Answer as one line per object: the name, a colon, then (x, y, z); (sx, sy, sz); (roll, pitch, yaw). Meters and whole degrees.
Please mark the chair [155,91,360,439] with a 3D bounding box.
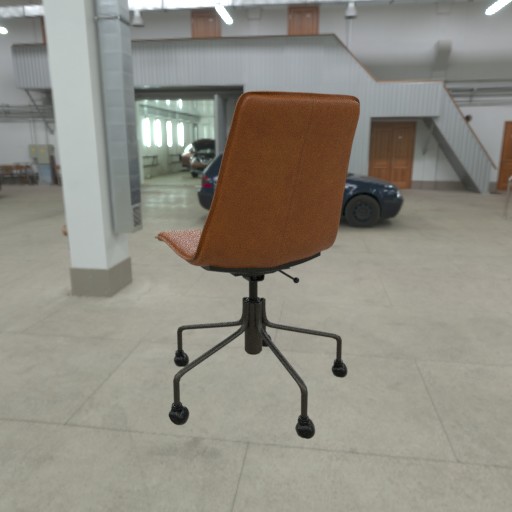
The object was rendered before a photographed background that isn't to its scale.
chair: (0.000, 0.000, 1.399); (0.651, 0.920, 0.660); (-7, 16, -26)
